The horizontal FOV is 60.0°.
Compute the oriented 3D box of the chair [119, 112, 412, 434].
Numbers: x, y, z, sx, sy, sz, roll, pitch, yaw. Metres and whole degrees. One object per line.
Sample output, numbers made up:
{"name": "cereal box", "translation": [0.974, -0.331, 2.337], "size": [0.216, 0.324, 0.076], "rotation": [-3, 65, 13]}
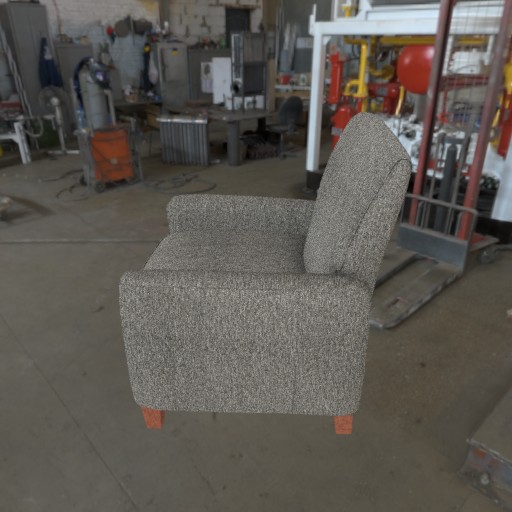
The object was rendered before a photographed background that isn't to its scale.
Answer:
{"name": "chair", "translation": [0.000, 0.000, 1.672], "size": [0.864, 1.014, 0.848], "rotation": [1, 26, 2]}
